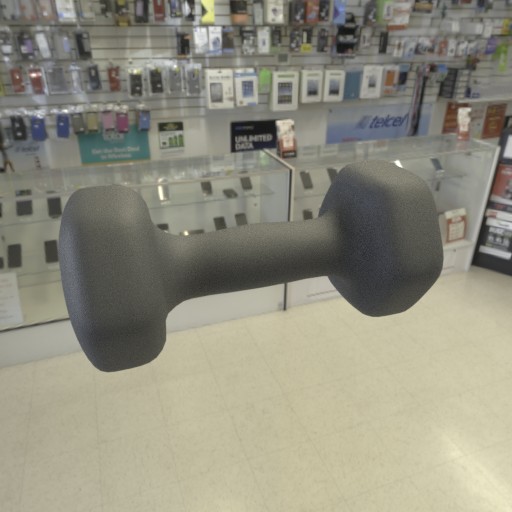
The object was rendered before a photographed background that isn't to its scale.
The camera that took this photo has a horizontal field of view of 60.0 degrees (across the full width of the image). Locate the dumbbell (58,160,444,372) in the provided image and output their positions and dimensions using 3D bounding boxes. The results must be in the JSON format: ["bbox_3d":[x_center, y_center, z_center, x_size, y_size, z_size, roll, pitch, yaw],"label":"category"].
[{"bbox_3d":[0.000,0.000,0.299,0.240,0.105,0.116,-8,28,-15],"label":"dumbbell"}]
